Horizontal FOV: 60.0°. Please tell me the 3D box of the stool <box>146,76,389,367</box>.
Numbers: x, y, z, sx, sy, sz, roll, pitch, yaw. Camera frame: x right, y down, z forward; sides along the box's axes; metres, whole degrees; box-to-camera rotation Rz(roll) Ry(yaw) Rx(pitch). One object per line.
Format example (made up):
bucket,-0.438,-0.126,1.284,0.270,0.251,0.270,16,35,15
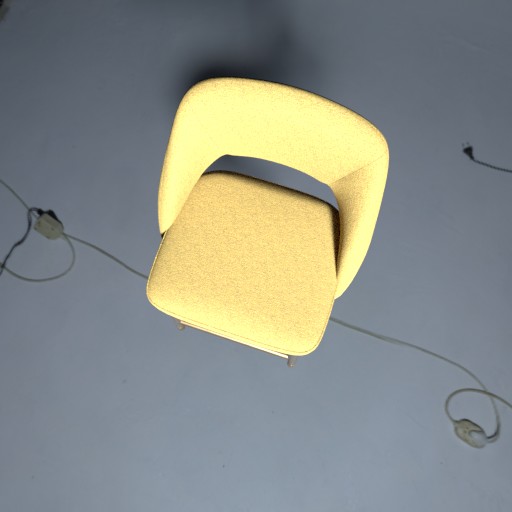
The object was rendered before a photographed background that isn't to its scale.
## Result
stool,0.000,0.000,1.292,0.536,0.939,0.522,18,77,4
